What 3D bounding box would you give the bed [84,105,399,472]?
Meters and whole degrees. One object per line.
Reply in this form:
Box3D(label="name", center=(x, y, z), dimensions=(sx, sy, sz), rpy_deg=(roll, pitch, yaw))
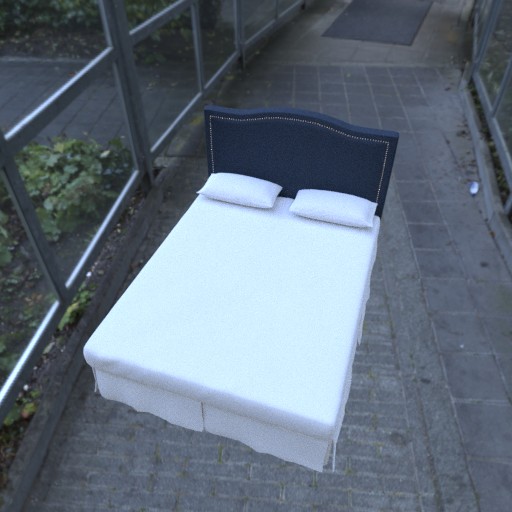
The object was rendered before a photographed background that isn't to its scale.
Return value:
Box3D(label="bed", center=(0.000, 0.000, 3.415), dimensions=(1.821, 1.436, 2.282), rpy_deg=(13, 43, 14))
